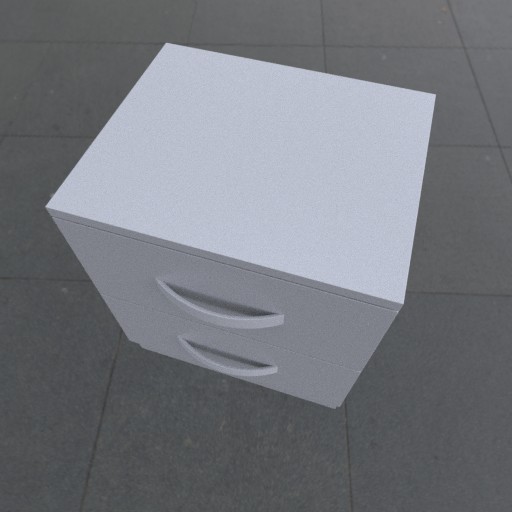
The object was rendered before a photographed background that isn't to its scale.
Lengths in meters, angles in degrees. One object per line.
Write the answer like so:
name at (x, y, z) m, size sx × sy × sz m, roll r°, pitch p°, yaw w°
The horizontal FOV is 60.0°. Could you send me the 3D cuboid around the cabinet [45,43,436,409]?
cabinet at (0.000, 0.000, 0.742) m, size 0.400 × 0.470 × 0.360 m, roll 15°, pitch 59°, yaw 9°
